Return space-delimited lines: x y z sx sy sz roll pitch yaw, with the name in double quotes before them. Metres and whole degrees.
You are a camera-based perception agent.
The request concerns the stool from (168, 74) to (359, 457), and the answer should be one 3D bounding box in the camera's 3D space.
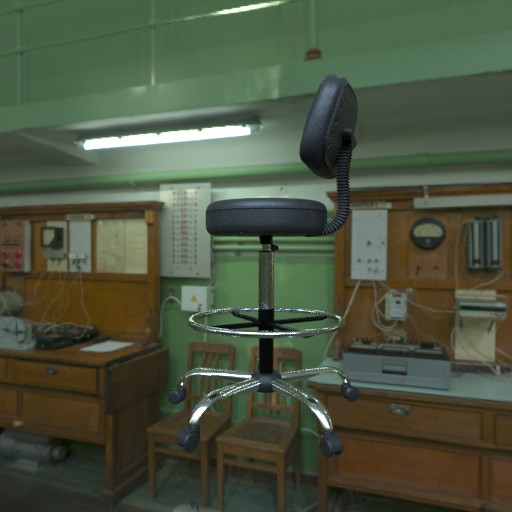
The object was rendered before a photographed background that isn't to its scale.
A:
"stool" 0.000 0.000 1.503 0.658 1.069 0.694 0 1 18
